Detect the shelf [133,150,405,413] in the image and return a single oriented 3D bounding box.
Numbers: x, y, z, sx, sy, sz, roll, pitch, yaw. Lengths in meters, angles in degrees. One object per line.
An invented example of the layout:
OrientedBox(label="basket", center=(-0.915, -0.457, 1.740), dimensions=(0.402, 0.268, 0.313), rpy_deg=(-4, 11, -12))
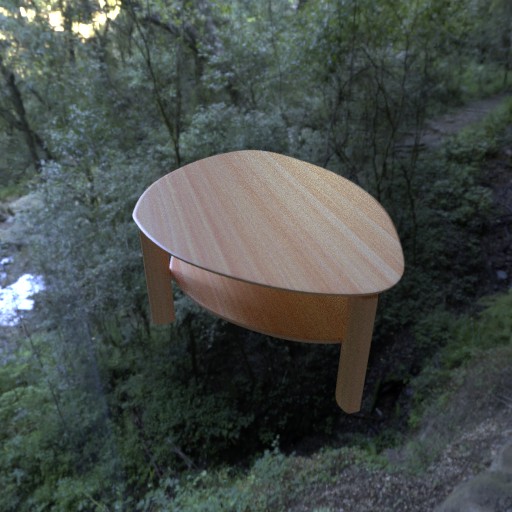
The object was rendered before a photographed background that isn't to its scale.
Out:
OrientedBox(label="shelf", center=(0.000, 0.000, 1.670), dimensions=(0.845, 0.440, 1.246), rpy_deg=(-8, 31, -14))
